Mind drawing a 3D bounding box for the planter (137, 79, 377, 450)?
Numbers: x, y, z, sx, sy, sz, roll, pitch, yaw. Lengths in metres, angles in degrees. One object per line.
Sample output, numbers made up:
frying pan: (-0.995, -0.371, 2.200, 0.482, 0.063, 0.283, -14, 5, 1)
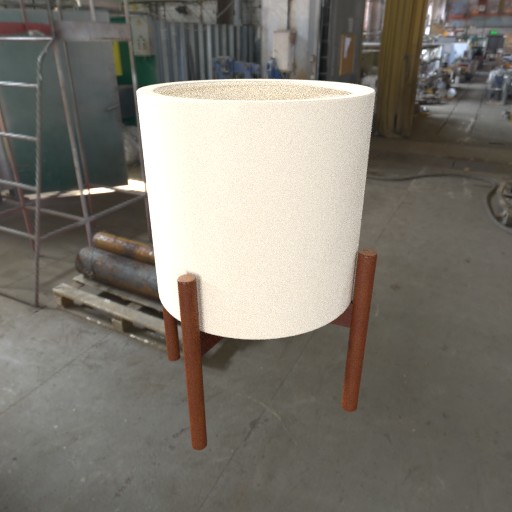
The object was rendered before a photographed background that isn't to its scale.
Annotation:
planter: (0.000, 0.000, 0.941, 0.417, 0.670, 0.417, -8, 27, -17)
